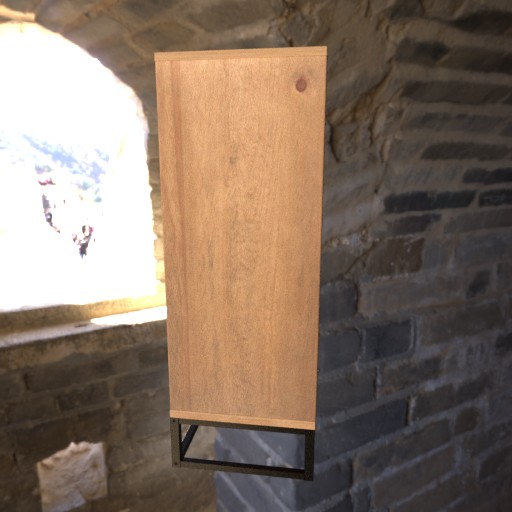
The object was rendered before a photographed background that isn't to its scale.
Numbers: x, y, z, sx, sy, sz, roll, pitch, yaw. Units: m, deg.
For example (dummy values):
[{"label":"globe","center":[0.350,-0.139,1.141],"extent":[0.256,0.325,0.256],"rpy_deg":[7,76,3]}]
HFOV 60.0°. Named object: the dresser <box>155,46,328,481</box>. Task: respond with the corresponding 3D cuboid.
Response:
[{"label":"dresser","center":[0.000,0.000,1.630],"extent":[0.479,1.240,0.761],"rpy_deg":[2,12,8]}]
